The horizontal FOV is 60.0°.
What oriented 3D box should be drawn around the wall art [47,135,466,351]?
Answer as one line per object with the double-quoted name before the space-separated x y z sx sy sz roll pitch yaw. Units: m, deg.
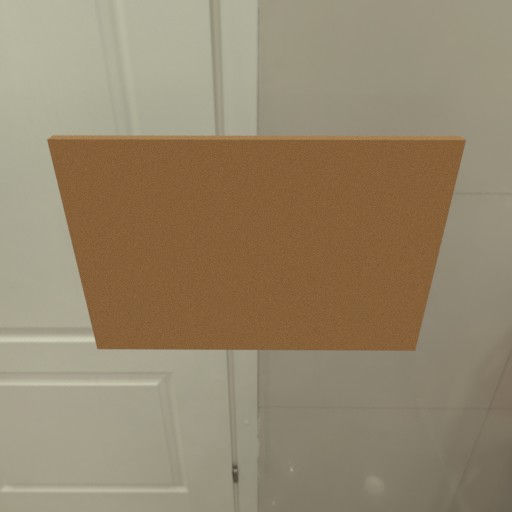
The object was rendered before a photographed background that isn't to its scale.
"wall art" 0.000 0.000 1.136 0.915 0.608 0.033 0 30 0
